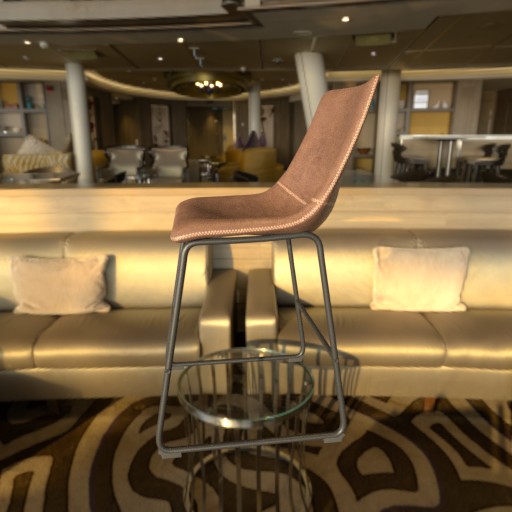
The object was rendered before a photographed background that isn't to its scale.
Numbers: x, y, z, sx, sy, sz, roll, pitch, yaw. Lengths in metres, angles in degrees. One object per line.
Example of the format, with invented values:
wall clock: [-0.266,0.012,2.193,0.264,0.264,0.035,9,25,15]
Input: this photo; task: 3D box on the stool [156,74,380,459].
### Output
stool: [0.000,0.000,1.211,0.550,0.890,0.460,-2,15,-8]
